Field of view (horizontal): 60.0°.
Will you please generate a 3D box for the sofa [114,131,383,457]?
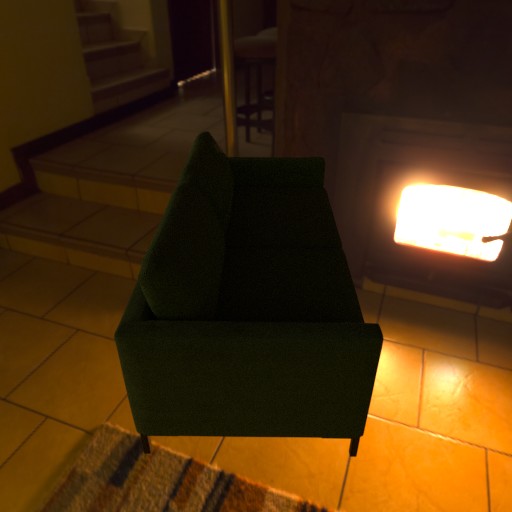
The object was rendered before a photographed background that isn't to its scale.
[{"bbox_3d":[0.000,0.000,2.182,0.875,0.817,1.676,0,32,1],"label":"sofa"}]
